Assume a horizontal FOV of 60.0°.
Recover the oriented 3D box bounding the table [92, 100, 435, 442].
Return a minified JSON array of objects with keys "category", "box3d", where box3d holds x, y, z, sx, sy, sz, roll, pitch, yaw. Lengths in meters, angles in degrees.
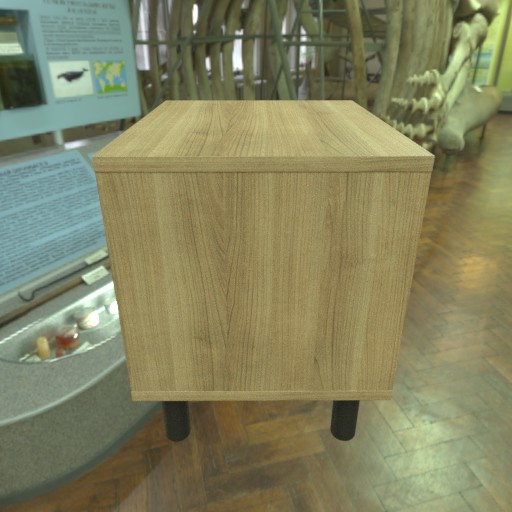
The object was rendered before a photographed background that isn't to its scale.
[{"category":"table","box3d":[0.000,0.000,0.773,0.380,0.460,0.445,0,27,0]}]
